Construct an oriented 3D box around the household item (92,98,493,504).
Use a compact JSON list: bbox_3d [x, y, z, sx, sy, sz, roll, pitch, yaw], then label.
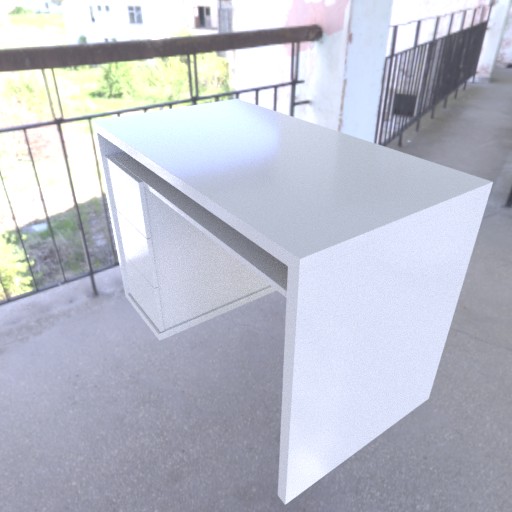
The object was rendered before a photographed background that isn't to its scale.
[{"bbox_3d":[0.000,0.000,1.479,0.597,0.749,1.100,-20,37,-30],"label":"household item"}]
